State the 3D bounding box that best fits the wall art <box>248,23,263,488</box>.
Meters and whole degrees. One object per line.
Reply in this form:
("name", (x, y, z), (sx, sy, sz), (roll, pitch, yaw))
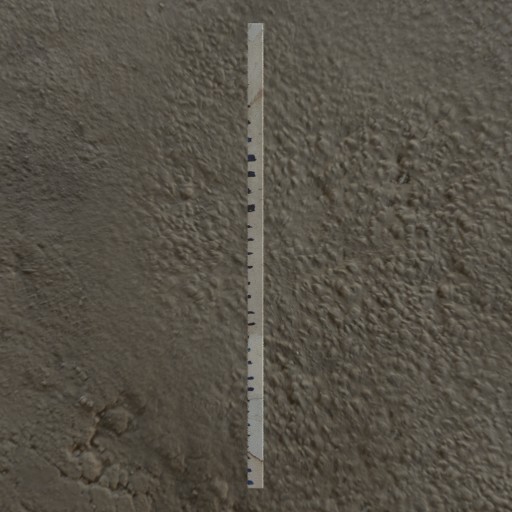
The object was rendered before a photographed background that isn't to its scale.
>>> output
("wall art", (0.000, 0.000, 1.468), (0.038, 0.757, 1.143), (0, 90, 0))
